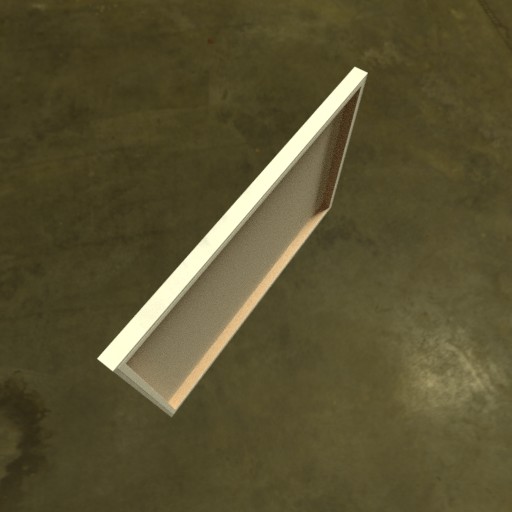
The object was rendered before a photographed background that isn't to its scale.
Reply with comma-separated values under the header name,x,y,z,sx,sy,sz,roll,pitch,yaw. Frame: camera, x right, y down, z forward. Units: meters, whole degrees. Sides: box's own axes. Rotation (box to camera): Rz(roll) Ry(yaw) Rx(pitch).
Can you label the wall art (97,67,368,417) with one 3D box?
name,x,y,z,sx,sy,sz,roll,pitch,yaw
wall art,0.000,0.000,1.222,0.038,0.610,0.915,32,67,15
